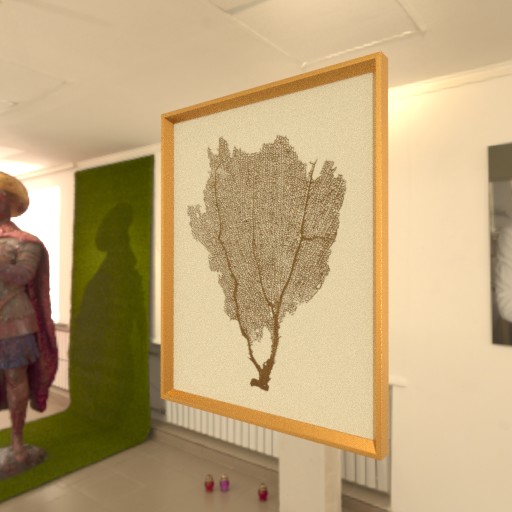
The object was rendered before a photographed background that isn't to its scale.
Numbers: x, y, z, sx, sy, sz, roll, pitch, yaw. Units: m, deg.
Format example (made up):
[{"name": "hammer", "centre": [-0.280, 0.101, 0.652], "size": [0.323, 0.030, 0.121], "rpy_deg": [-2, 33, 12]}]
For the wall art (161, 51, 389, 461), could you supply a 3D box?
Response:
[{"name": "wall art", "centre": [0.000, 0.000, 1.021], "size": [0.610, 0.762, 0.038], "rpy_deg": [0, 0, 37]}]
